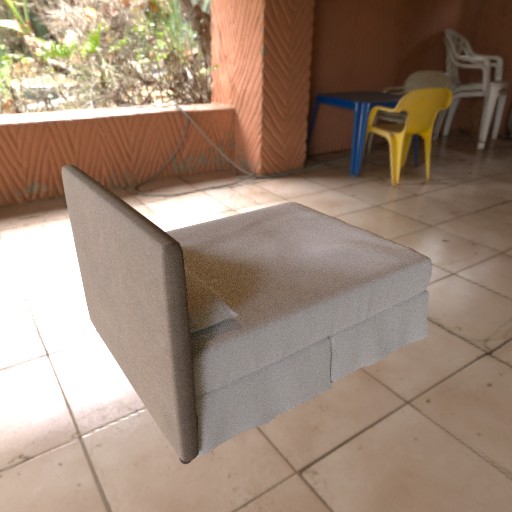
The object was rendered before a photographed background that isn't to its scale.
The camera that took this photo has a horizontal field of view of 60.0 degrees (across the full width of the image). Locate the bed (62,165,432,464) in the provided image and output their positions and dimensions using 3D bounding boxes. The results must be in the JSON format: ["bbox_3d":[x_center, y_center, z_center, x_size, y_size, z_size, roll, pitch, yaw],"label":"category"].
[{"bbox_3d":[0.000,0.000,3.224,2.142,1.330,1.723,-17,30,-31],"label":"bed"}]
